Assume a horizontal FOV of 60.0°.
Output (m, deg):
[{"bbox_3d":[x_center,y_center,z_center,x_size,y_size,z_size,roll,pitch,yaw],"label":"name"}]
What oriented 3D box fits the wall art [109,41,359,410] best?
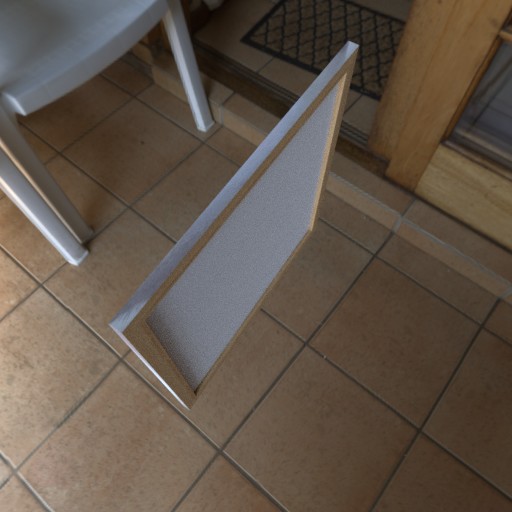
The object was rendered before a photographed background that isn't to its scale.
[{"bbox_3d":[0.000,0.000,1.143,0.027,0.762,0.762,30,67,15],"label":"wall art"}]
